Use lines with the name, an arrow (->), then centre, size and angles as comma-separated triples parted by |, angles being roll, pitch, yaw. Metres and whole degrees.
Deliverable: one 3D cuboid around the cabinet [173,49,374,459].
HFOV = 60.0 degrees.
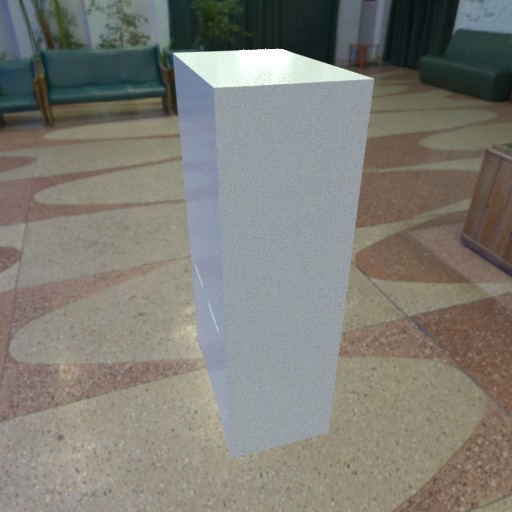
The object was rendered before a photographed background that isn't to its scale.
cabinet -> 0.000, 0.000, 2.391 | 0.580, 1.920, 0.980 | -9, 32, -14
